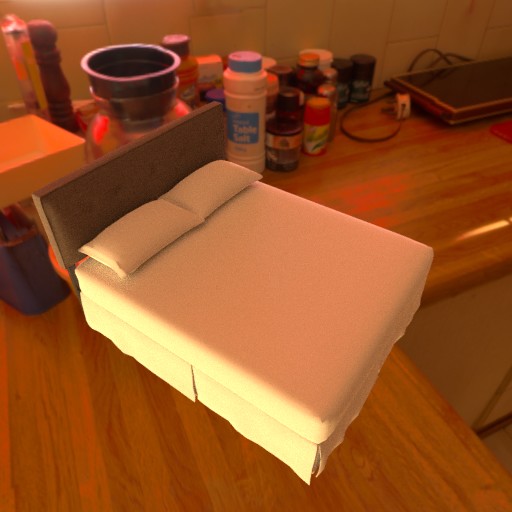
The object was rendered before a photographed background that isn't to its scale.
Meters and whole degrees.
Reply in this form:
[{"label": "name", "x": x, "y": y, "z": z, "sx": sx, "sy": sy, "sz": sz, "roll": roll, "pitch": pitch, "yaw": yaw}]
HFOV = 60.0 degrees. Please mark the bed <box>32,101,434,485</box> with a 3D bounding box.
[{"label": "bed", "x": 0.000, "y": 0.000, "z": 2.823, "sx": 1.894, "sy": 1.089, "sz": 1.610, "roll": 25, "pitch": 47, "yaw": 26}]
